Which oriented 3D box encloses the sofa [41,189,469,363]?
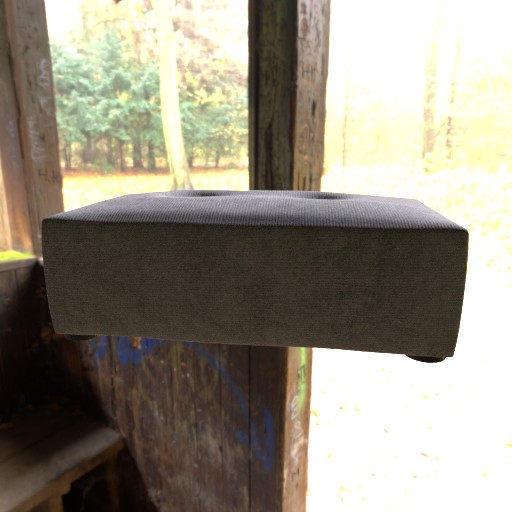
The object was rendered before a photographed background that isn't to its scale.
[{"bbox_3d":[0.000,0.000,1.175,0.930,0.330,0.480,2,15,8],"label":"sofa"}]
